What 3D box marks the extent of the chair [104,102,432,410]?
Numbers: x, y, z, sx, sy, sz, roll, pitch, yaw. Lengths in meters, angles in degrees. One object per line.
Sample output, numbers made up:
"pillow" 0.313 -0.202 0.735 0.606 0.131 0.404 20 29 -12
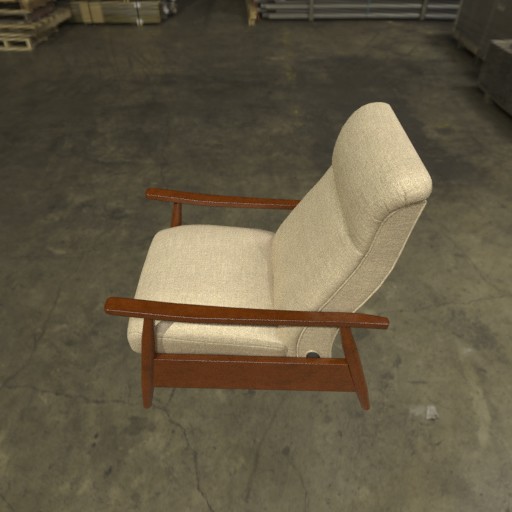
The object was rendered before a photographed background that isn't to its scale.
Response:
"chair" 0.000 0.000 1.810 1.014 1.082 0.762 0 40 0
